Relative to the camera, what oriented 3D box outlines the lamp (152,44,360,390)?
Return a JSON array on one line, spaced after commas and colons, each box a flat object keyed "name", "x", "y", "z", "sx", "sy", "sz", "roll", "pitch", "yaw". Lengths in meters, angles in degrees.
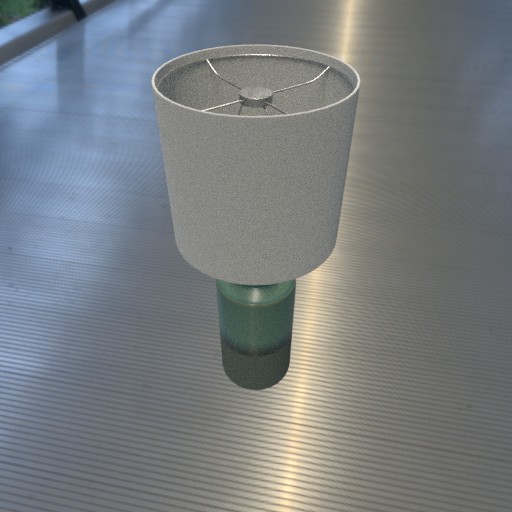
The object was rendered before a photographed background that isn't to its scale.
[{"name": "lamp", "x": 0.000, "y": 0.000, "z": 0.617, "sx": 0.212, "sy": 0.493, "sz": 0.212, "roll": -24, "pitch": 46, "yaw": -26}]
